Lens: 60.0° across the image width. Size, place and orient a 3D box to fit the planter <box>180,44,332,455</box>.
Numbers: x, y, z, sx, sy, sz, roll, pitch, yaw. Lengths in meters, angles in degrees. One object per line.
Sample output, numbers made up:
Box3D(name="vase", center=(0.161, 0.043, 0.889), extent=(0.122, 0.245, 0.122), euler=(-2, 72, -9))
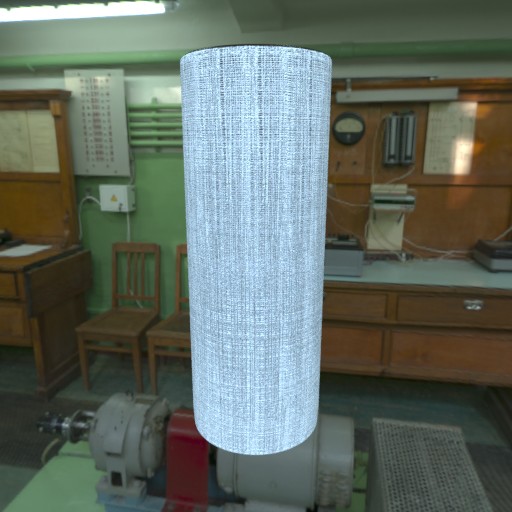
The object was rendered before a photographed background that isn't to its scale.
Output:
Box3D(name="planter", center=(0.000, 0.000, 0.328), extent=(0.100, 0.270, 0.100), euler=(2, 15, 8))
